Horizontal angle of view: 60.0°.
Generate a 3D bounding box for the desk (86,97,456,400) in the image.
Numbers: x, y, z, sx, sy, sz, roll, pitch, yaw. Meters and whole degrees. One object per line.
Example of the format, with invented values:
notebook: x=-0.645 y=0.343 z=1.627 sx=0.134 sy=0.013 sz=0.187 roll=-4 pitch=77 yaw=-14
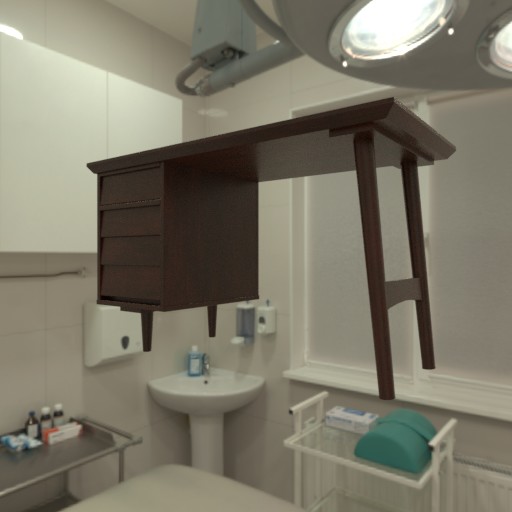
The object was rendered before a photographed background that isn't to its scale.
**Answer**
desk: x=0.000 y=0.000 z=1.677 sx=1.277 sy=0.758 sz=0.612 roll=0 pitch=0 yaw=37
